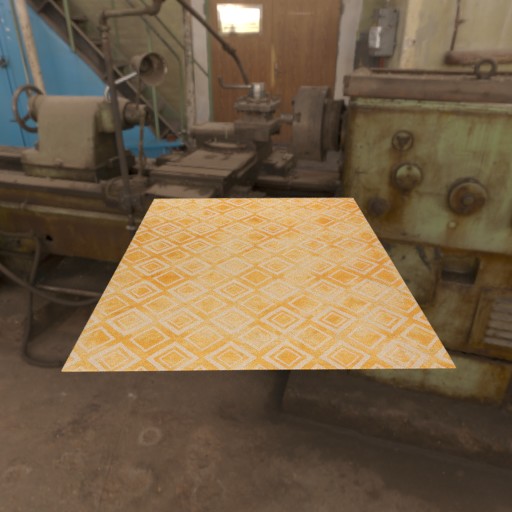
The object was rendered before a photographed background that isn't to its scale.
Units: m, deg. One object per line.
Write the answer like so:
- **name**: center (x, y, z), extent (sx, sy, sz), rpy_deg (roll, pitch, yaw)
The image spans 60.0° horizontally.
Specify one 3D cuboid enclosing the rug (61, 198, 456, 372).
- **rug**: center (0.000, 0.000, 4.072), extent (2.433, 0.011, 3.037), rpy_deg (0, 28, -1)
